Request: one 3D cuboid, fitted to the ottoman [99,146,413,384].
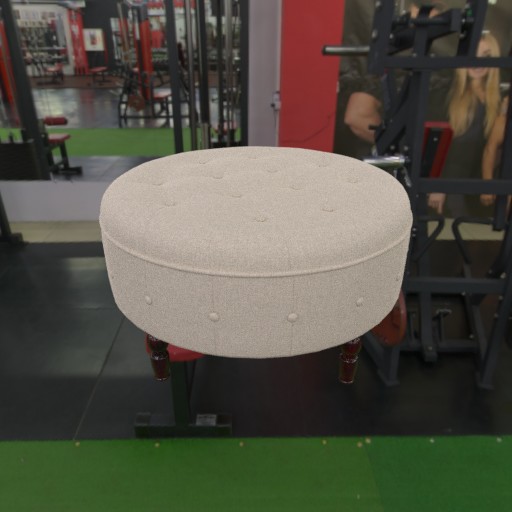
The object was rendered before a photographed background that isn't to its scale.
[{"bbox_3d":[0.000,0.000,1.333,0.848,0.494,0.848,0,27,0],"label":"ottoman"}]
